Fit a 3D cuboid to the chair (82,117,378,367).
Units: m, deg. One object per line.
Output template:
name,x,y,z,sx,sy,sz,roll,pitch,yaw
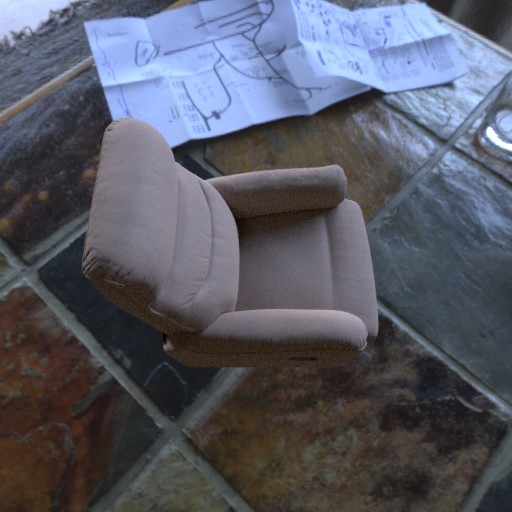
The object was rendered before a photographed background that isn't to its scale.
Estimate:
chair,0.000,0.000,1.799,1.004,1.037,0.820,-1,64,0
